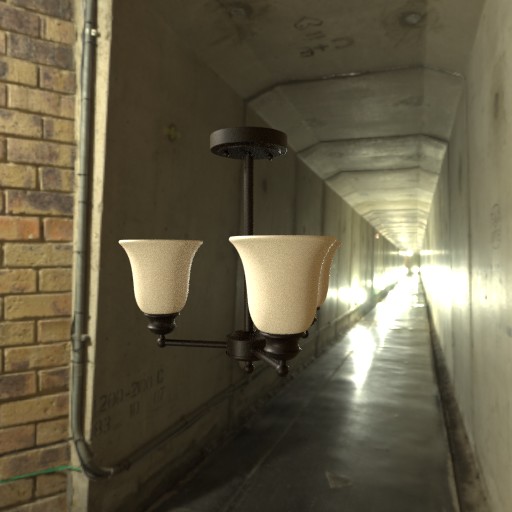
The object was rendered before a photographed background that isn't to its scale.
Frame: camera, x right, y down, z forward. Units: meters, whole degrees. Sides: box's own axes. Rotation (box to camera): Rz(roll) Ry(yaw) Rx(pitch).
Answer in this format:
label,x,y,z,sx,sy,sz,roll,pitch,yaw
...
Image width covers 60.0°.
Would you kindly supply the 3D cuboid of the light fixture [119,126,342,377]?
label,x,y,z,sx,sy,sz,roll,pitch,yaw
light fixture,0.000,0.000,0.659,0.388,0.370,0.354,0,1,-18
